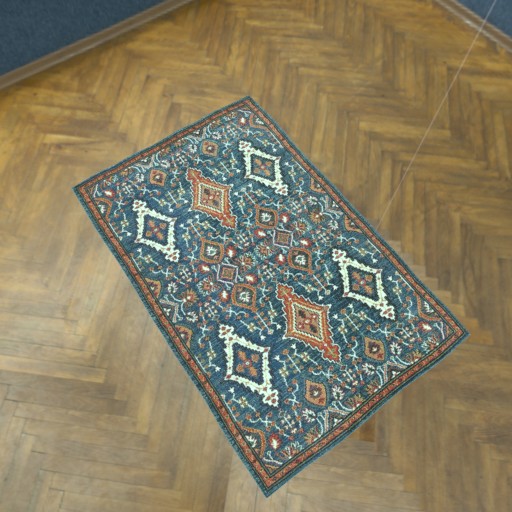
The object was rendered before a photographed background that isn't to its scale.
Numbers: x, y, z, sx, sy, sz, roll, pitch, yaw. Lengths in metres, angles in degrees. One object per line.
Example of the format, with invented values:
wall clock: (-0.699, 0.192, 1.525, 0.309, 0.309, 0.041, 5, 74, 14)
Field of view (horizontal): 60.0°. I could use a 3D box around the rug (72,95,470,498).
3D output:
rug: (0.000, 0.000, 2.259, 1.195, 0.014, 1.847, -33, 69, -14)
